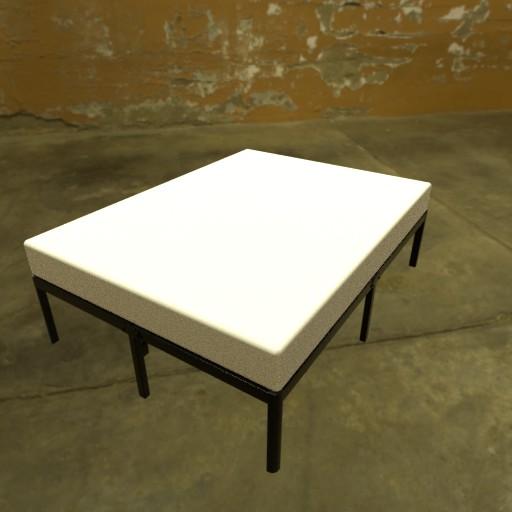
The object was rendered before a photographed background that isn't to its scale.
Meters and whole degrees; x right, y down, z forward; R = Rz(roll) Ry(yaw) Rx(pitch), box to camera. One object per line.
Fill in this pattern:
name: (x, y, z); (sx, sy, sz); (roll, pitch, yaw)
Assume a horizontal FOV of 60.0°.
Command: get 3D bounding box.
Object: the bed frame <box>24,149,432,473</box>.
bed frame: (0.000, 0.000, 2.797); (1.557, 0.659, 2.072); (18, 34, 29)
